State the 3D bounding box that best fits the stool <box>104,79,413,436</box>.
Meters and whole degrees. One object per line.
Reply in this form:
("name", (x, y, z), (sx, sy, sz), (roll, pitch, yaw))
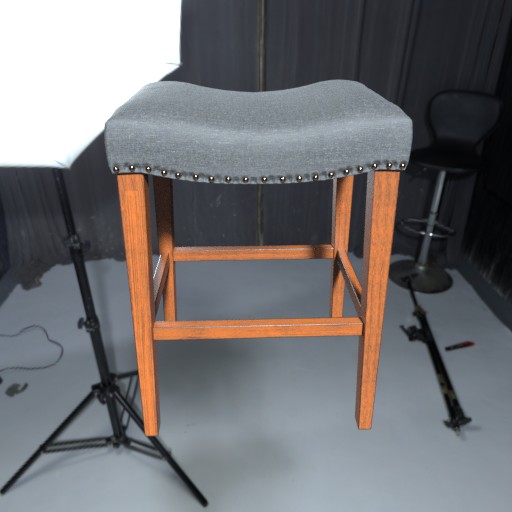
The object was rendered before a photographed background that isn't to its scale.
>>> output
("stool", (0.000, 0.000, 0.850), (0.439, 0.612, 0.320), (-1, 29, -2))
